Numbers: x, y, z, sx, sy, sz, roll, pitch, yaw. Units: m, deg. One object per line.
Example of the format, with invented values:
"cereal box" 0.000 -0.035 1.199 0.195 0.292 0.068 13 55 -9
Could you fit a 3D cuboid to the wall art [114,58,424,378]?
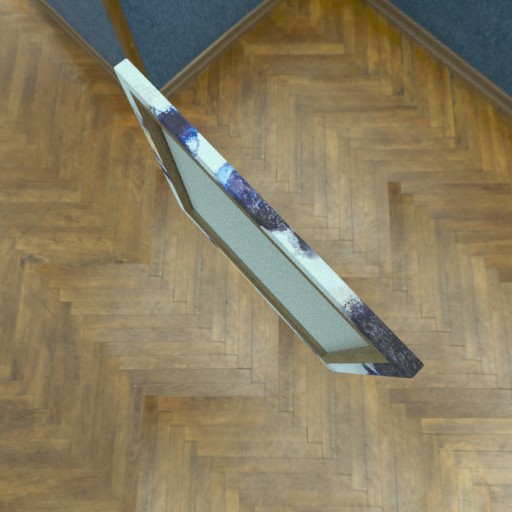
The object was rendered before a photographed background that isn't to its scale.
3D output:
"wall art" 0.000 0.000 1.321 0.038 0.885 0.887 -41 80 -9
